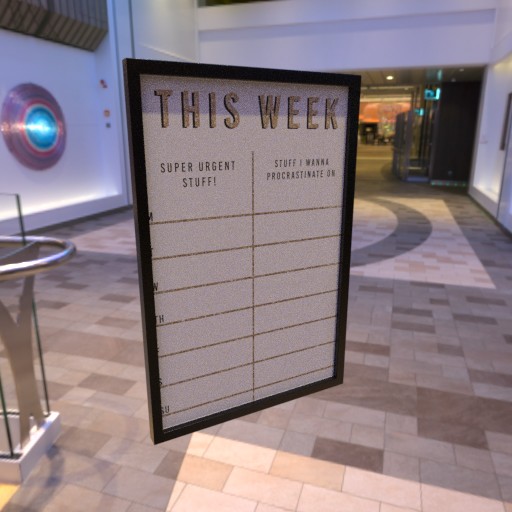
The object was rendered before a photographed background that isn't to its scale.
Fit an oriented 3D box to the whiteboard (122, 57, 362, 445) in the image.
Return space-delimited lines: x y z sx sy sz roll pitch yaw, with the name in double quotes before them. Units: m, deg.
"whiteboard" 0.000 0.000 0.775 0.406 0.611 0.026 -8 18 -27
